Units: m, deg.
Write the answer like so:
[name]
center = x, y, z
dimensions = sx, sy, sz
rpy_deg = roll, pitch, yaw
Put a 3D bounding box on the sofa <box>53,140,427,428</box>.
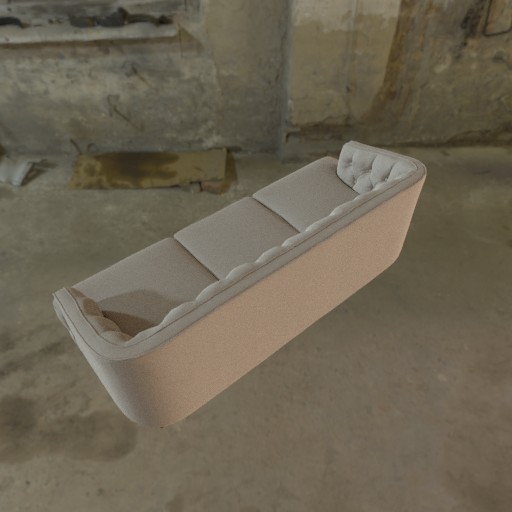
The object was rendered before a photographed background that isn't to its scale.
[sofa]
center = 0.000, 0.000, 2.780
dimensions = 2.278, 0.855, 0.941
rpy_deg = -31, 53, -27
